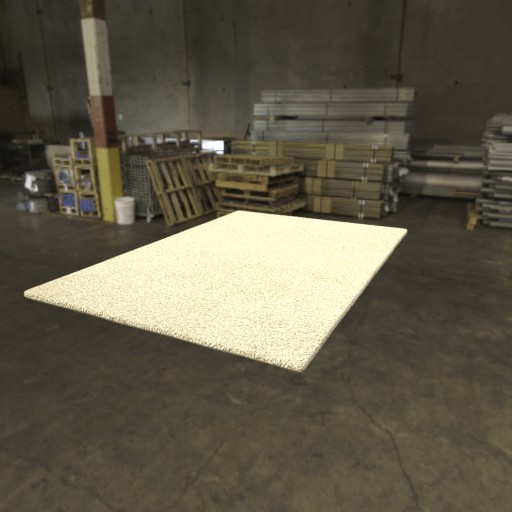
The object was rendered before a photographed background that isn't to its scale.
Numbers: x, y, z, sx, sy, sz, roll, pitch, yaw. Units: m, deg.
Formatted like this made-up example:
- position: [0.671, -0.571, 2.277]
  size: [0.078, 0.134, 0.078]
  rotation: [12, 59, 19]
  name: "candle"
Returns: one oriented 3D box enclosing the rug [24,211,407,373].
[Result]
- position: [0.000, 0.000, 2.287]
  size: [1.219, 0.030, 1.778]
  rotation: [9, 20, 26]
  name: "rug"
